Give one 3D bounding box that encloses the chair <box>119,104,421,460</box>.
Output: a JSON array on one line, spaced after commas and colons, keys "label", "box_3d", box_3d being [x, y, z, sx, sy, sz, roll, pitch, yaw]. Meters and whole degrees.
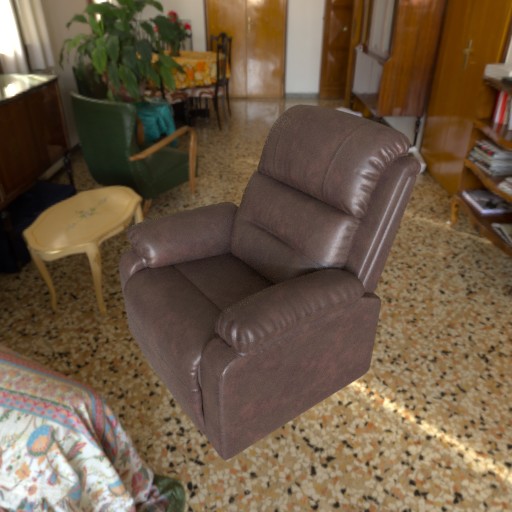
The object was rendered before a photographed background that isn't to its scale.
[{"label": "chair", "box_3d": [0.000, 0.000, 1.699, 0.919, 0.992, 0.855, -20, 36, -30]}]
